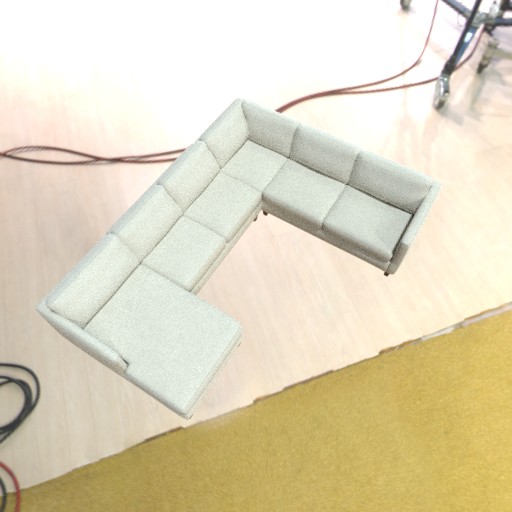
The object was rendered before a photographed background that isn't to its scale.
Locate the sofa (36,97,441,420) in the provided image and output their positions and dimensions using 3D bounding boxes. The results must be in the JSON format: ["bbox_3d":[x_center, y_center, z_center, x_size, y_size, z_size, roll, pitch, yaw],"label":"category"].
[{"bbox_3d":[0.000,0.000,4.404,2.551,0.853,3.238,28,63,16],"label":"sofa"}]
